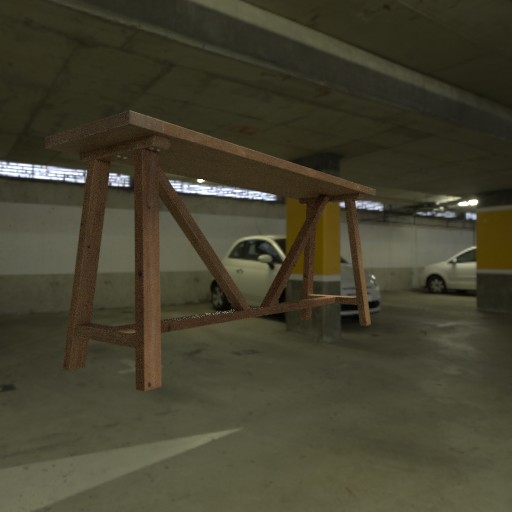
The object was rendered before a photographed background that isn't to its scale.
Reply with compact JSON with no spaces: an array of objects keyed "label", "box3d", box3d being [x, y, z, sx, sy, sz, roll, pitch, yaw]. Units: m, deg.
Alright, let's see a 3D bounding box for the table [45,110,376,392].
[{"label":"table","box3d":[0.000,0.000,2.105,0.465,0.810,1.800,0,0,37]}]
